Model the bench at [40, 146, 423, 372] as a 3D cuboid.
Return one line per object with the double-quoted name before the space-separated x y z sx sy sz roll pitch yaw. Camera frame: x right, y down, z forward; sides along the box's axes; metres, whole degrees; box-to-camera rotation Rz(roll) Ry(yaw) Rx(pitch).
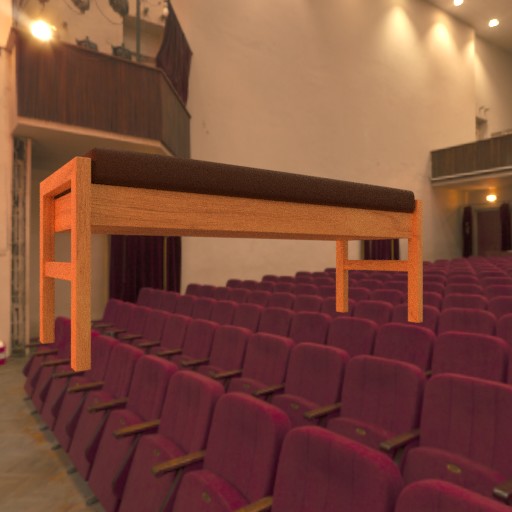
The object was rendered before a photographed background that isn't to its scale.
"bench" 0.000 0.000 1.426 1.200 0.480 0.405 0 0 -36
